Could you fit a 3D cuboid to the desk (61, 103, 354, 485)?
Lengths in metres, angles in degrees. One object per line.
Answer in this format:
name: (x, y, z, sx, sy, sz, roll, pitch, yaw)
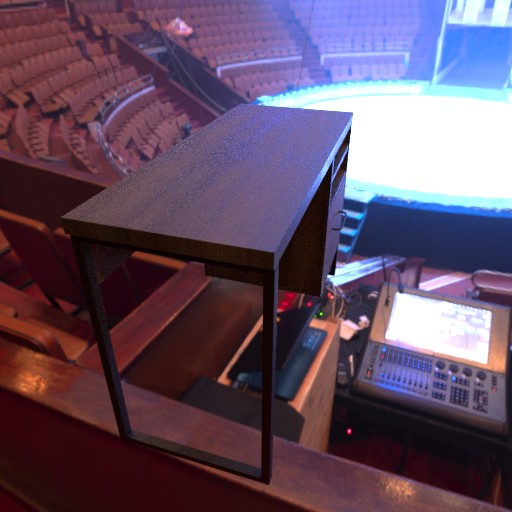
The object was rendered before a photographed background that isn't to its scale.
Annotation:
desk: (0.000, 0.000, 1.532, 0.511, 0.752, 1.134, 10, 33, 15)
